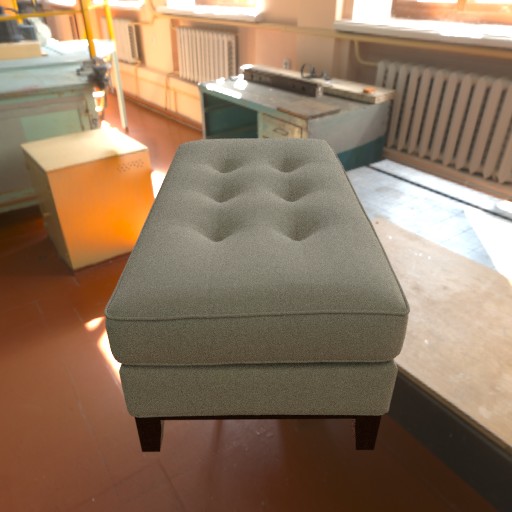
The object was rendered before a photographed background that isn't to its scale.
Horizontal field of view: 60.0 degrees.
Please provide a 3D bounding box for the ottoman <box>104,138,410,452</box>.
[{"bbox_3d":[0.000,0.000,1.475,0.648,0.508,1.143,0,32,0],"label":"ottoman"}]
